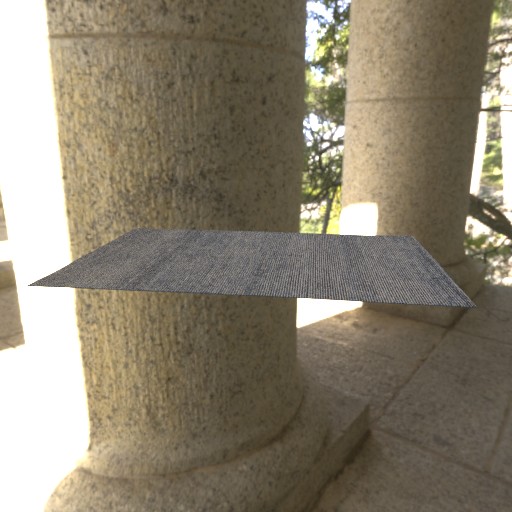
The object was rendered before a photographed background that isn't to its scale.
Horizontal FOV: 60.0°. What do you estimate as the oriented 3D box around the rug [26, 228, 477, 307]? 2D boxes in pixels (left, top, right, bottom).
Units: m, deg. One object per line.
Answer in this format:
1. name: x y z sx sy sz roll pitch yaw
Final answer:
1. rug: 0.000 0.000 2.213 1.740 0.010 1.135 2 16 8
